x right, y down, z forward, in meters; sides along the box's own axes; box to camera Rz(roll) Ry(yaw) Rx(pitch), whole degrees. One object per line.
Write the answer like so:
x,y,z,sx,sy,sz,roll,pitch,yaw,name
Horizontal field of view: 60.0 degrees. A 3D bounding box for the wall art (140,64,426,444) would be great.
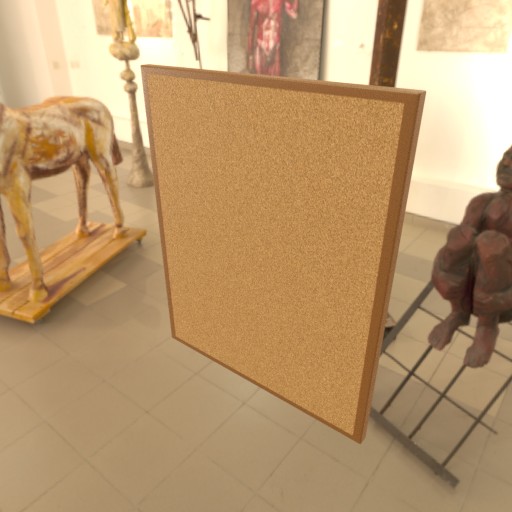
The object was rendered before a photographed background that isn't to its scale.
0.000,0.000,0.498,0.310,0.379,0.015,20,35,32,wall art
